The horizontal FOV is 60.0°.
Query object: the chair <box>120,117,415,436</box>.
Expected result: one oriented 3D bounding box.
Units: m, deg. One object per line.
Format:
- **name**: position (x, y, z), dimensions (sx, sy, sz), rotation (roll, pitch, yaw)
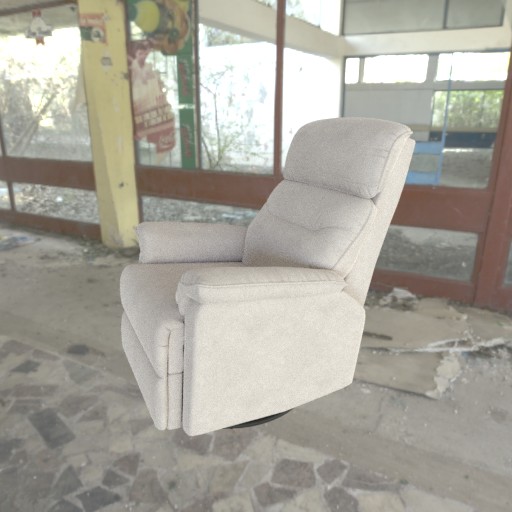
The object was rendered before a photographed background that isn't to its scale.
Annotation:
- **chair**: position (0.000, 0.000, 1.739), dimensions (1.001, 1.039, 0.820), rotation (-8, 19, -25)
